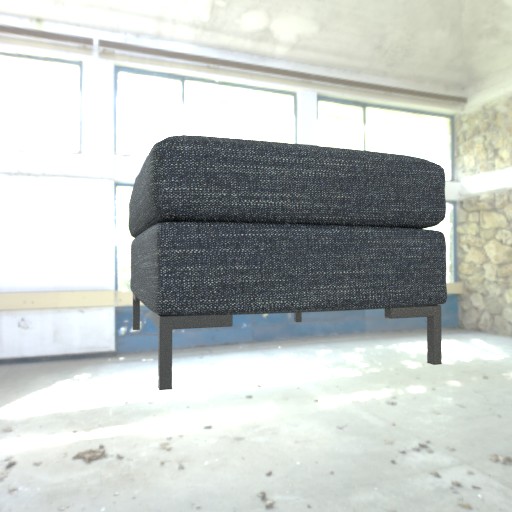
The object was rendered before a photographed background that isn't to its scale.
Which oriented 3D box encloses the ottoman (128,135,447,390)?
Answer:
[{"bbox_3d":[0.000,0.000,1.253,0.667,0.491,0.814,0,-1,-19],"label":"ottoman"}]
